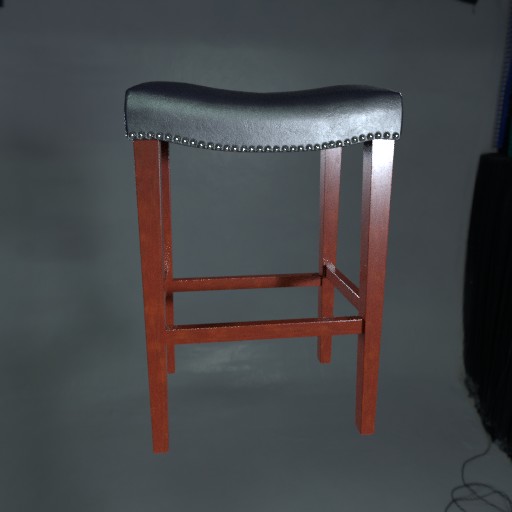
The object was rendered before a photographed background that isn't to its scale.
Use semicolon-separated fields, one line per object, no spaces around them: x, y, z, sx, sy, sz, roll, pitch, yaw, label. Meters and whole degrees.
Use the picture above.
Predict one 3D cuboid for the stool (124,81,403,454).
0.000;0.000;1.031;0.504;0.742;0.372;-2;15;-7;stool
